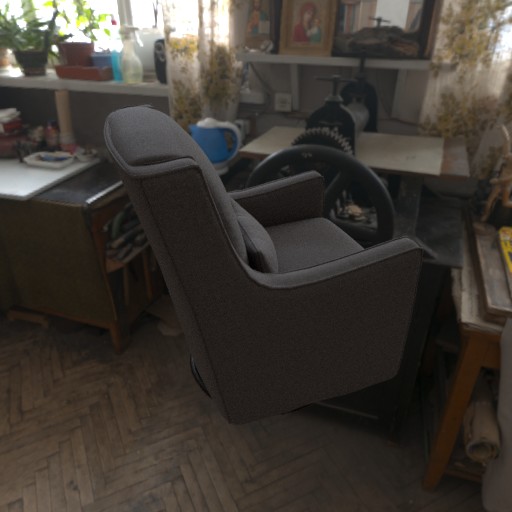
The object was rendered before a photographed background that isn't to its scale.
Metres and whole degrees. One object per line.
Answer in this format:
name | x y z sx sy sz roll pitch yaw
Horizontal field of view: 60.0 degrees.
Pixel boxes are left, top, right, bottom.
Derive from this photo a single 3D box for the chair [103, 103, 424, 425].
chair | 0.000 0.000 1.572 0.879 0.993 0.732 -11 33 -17
